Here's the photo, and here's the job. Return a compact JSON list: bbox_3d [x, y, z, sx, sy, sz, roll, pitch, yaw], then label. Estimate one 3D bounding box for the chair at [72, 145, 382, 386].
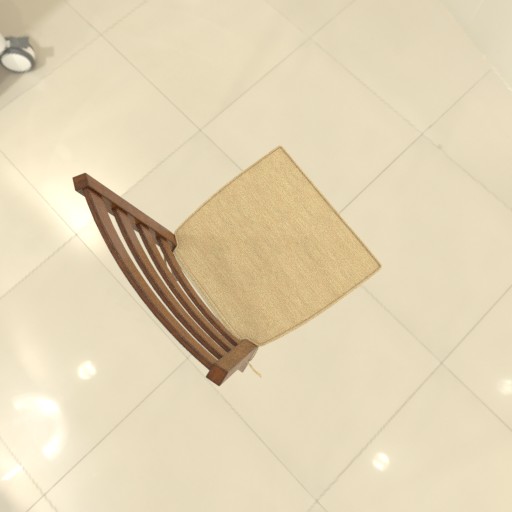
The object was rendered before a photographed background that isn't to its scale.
[{"bbox_3d":[0.000,0.000,1.347,0.595,0.979,0.593,-36,78,-9],"label":"chair"}]
